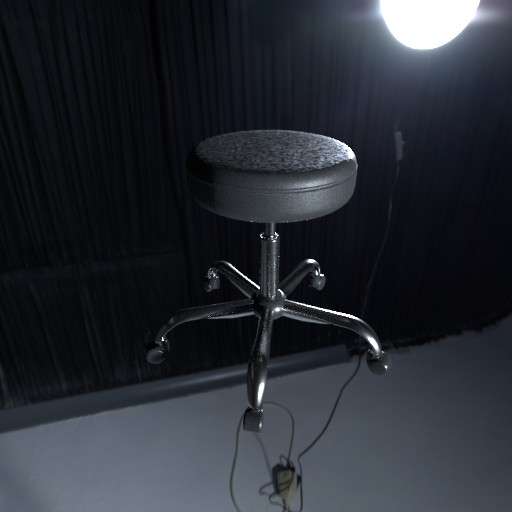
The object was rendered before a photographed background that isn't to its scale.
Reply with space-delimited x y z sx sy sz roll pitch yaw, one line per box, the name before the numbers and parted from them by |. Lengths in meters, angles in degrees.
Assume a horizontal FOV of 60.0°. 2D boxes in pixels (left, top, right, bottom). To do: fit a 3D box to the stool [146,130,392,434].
stool | 0.000 0.000 1.181 0.638 0.576 0.673 -8 30 -14
